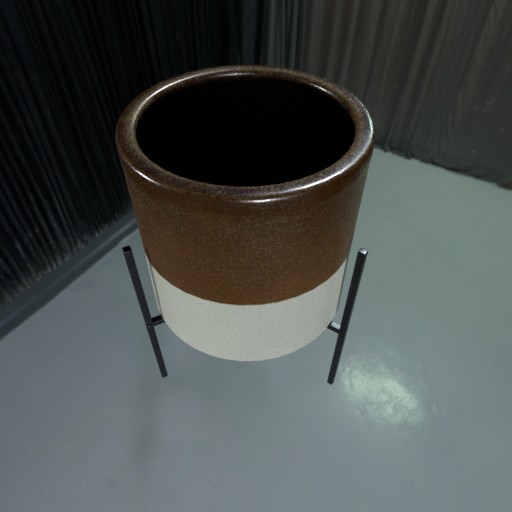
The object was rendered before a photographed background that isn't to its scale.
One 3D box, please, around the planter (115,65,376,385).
[{"bbox_3d":[0.000,0.000,0.557,0.269,0.375,0.255,24,51,21],"label":"planter"}]
